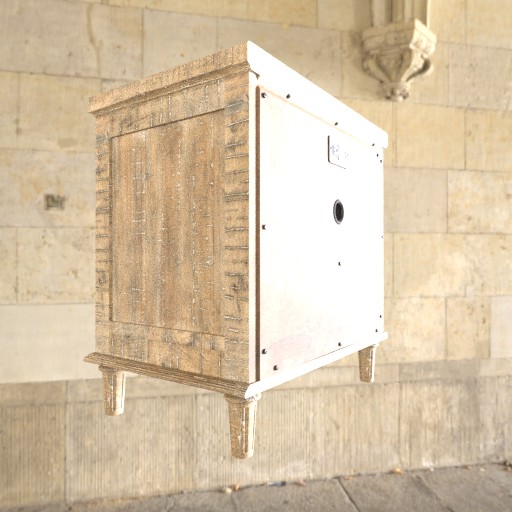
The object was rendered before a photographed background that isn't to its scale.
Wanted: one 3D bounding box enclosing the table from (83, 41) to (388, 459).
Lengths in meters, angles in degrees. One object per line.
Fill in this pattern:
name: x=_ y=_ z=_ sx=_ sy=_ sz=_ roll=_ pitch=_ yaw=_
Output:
table: x=0.000 y=0.000 z=1.134 sx=0.457 sy=0.711 sz=0.686 roll=0 pitch=0 yaw=36
